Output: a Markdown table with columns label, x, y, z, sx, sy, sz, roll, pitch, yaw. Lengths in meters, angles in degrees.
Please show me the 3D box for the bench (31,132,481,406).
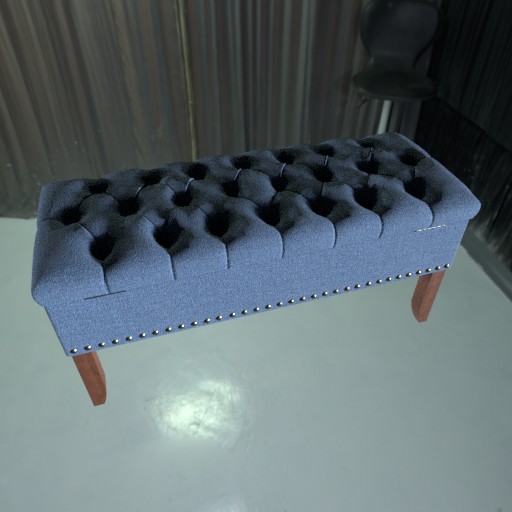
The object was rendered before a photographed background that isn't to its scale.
| label | x | y | z | sx | sy | sz | roll | pitch | yaw |
| --- | --- | --- | --- | --- | --- | --- | --- | --- | --- |
| bench | 0.000 | 0.000 | 1.263 | 1.052 | 0.492 | 0.417 | -11 | 42 | -13 |
